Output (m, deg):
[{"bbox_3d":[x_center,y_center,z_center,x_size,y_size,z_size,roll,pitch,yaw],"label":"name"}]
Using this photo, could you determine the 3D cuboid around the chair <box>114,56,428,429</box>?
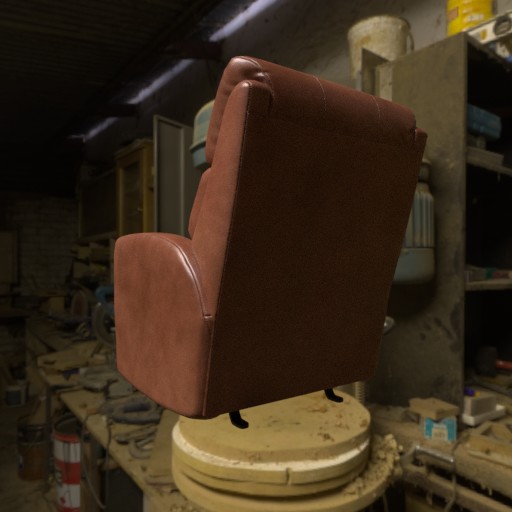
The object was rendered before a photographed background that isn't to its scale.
[{"bbox_3d":[0.000,0.000,1.606,0.787,1.016,0.939,0,0,-36],"label":"chair"}]
